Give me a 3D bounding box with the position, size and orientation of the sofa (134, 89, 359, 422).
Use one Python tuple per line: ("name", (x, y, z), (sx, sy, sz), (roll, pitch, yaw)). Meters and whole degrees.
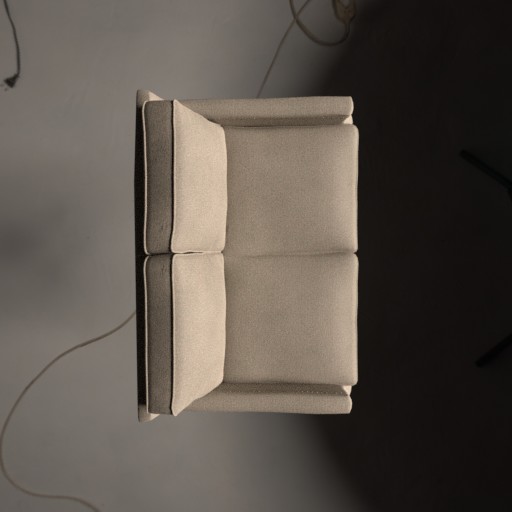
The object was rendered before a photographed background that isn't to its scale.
("sofa", (0.000, 0.000, 2.334), (1.084, 1.003, 1.597), (0, 91, 1))
